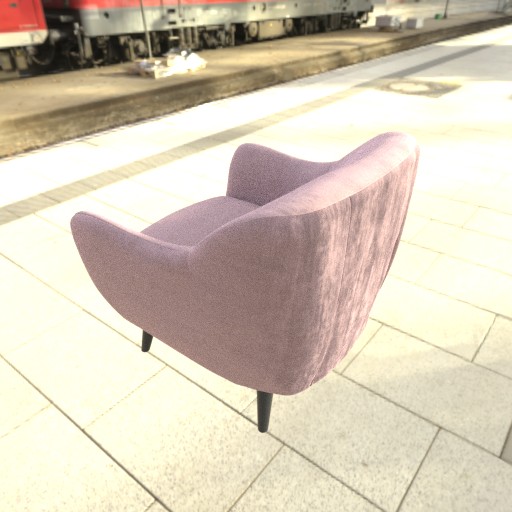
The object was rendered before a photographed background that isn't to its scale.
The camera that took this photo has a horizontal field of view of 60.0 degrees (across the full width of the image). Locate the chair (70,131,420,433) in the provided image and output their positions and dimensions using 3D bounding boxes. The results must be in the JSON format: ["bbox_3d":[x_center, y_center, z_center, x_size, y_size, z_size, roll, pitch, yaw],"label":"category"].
[{"bbox_3d":[0.000,0.000,1.459,0.820,0.820,0.840,21,38,30],"label":"chair"}]
